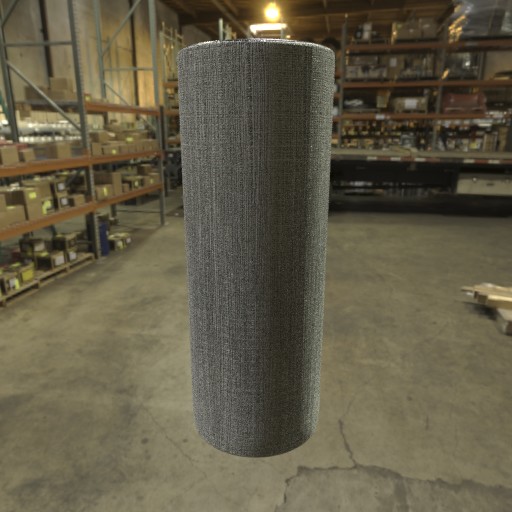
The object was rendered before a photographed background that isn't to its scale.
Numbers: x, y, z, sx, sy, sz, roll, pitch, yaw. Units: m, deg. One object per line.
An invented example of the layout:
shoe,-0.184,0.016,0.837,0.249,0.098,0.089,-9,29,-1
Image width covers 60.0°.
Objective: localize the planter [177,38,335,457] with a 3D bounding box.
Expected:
planter,0.000,0.000,0.321,0.100,0.270,0.100,3,16,10
